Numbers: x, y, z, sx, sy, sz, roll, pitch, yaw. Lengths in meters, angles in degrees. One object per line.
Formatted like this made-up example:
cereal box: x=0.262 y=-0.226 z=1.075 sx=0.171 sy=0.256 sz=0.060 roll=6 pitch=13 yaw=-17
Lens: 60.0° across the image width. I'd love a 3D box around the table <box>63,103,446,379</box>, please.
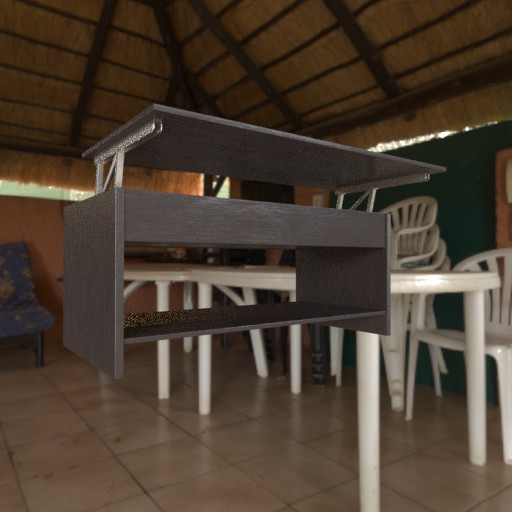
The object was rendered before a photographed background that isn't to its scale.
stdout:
table: x=0.000 y=0.000 z=1.418 sx=1.000 sy=0.570 sz=0.712 roll=0 pitch=-1 yaw=-36
